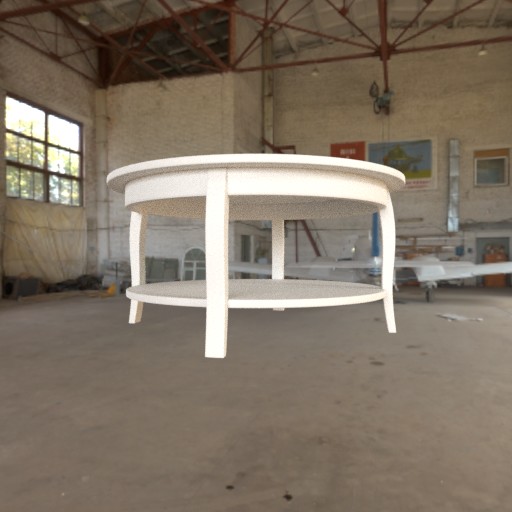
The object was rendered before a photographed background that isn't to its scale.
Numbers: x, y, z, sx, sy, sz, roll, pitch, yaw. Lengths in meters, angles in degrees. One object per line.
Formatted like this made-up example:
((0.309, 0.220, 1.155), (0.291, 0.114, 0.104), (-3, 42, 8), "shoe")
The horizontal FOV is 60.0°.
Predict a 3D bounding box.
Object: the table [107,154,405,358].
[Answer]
((0.000, 0.000, 1.429), (0.910, 0.457, 0.910), (0, 0, 0), "table")
